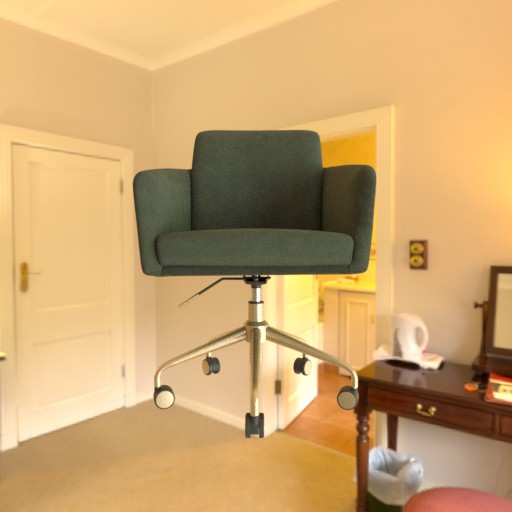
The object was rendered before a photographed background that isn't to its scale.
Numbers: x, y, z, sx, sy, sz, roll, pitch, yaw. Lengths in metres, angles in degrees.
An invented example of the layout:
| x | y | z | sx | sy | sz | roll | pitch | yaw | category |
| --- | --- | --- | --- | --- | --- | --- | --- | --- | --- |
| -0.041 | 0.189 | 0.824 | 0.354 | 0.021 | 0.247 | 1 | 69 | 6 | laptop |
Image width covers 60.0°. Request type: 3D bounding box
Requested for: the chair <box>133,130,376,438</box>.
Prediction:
| x | y | z | sx | sy | sz | roll | pitch | yaw | category |
| --- | --- | --- | --- | --- | --- | --- | --- | --- | --- |
| 0.000 | 0.000 | 1.381 | 0.641 | 0.908 | 0.635 | 0 | 2 | 1 | chair |
